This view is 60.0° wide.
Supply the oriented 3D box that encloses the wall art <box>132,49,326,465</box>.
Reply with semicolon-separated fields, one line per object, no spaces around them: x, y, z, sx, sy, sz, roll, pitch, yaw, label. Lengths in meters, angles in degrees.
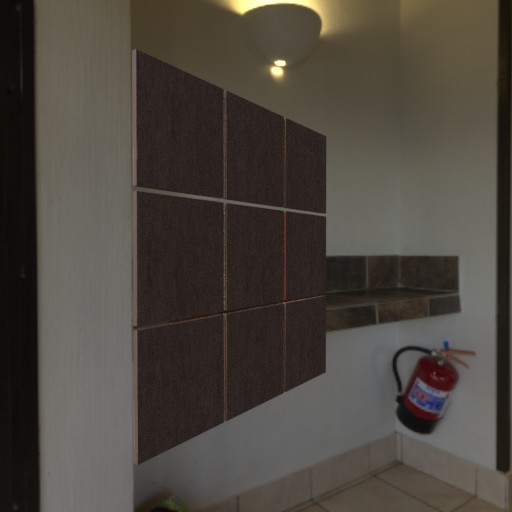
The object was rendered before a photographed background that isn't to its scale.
0.000;0.000;1.348;0.013;0.914;0.915;1;1;36;wall art
